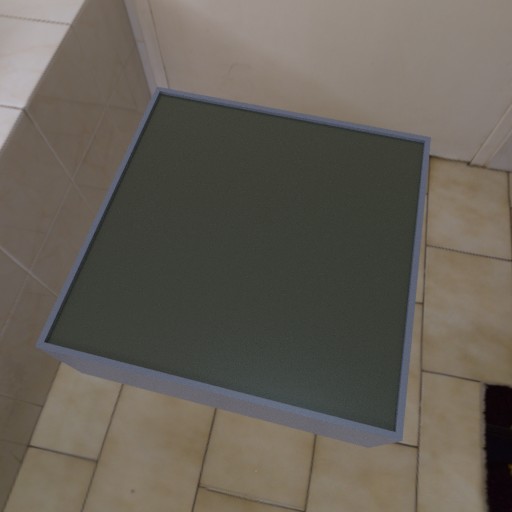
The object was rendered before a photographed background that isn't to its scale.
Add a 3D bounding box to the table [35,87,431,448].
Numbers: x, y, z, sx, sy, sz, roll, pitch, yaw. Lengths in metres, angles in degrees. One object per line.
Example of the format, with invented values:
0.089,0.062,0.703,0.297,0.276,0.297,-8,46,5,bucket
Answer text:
0.000,0.000,1.234,0.801,0.299,0.801,12,65,6,table
